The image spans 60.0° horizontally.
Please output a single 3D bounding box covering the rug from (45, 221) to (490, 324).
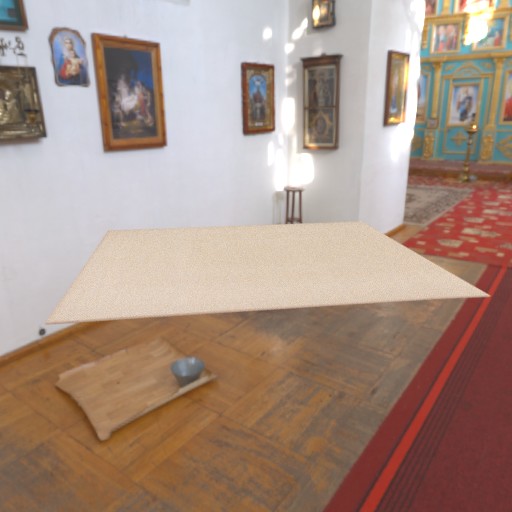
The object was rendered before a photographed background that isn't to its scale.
[{"bbox_3d":[0.000,0.000,4.123,3.039,0.018,2.462,-3,17,-8],"label":"rug"}]
